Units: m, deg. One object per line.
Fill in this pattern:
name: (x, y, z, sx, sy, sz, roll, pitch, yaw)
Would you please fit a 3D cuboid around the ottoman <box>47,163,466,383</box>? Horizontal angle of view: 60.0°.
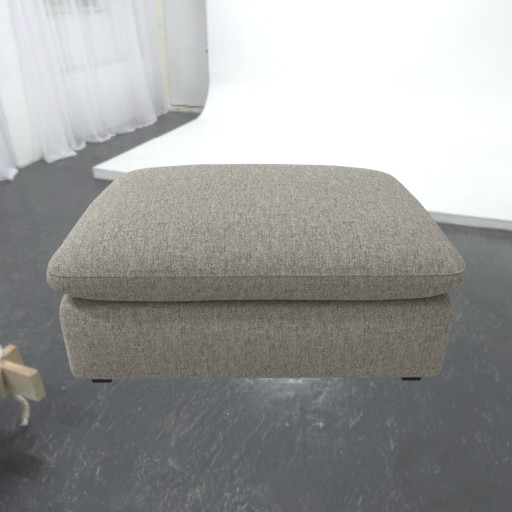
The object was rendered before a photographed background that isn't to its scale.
ottoman: (0.000, 0.000, 1.333, 0.977, 0.451, 0.694, 0, 29, 0)
